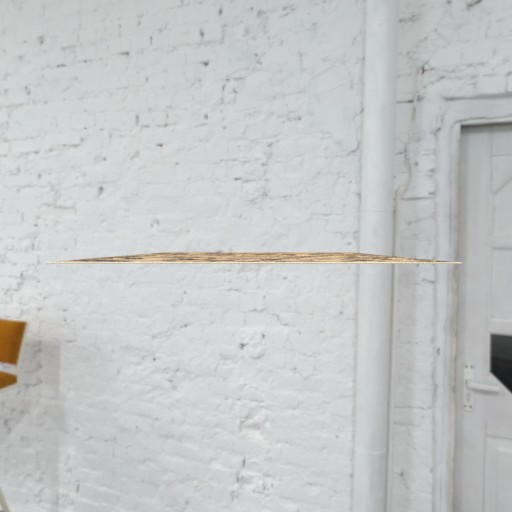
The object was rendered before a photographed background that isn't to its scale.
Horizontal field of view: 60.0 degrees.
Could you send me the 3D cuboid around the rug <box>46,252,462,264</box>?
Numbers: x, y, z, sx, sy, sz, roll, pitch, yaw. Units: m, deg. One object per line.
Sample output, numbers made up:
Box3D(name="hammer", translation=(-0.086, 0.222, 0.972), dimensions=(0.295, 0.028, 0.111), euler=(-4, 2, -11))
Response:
Box3D(name="rug", translation=(0.000, 0.000, 3.993), dimensions=(2.380, 0.008, 2.977), euler=(0, 2, 1))
